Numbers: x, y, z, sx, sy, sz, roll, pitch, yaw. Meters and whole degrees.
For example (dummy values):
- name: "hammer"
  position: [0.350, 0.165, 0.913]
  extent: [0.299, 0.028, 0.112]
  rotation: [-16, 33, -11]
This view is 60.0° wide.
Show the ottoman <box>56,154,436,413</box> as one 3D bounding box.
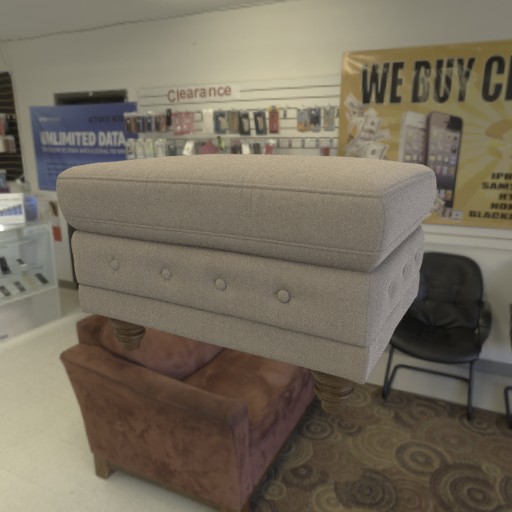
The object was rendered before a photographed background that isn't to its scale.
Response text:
- name: "ottoman"
  position: [0.000, 0.000, 1.131]
  extent: [0.771, 0.500, 0.569]
  rotation: [8, 17, 28]
